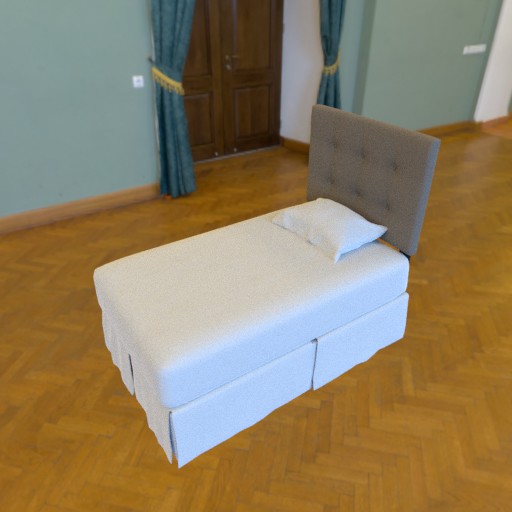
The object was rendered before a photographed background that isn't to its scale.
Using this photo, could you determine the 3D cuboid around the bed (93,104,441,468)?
[{"bbox_3d":[0.000,0.000,3.025,1.997,1.571,1.261,-20,37,-29],"label":"bed"}]
